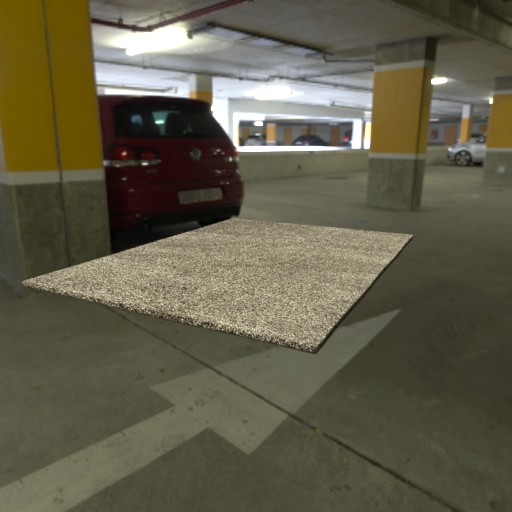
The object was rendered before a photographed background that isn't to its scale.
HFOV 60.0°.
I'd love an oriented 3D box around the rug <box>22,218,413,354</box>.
[{"bbox_3d":[0.000,0.000,2.121,1.198,0.025,1.601,8,17,27],"label":"rug"}]
